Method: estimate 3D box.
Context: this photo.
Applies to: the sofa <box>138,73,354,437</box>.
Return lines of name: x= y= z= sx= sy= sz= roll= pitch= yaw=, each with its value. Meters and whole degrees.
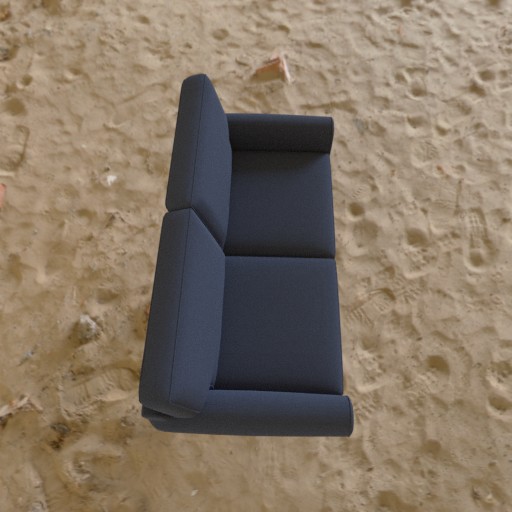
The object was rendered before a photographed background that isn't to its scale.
sofa: x=0.000 y=0.000 z=2.538 sx=0.940 sy=1.020 sz=1.930 roll=1 pitch=63 yaw=1
